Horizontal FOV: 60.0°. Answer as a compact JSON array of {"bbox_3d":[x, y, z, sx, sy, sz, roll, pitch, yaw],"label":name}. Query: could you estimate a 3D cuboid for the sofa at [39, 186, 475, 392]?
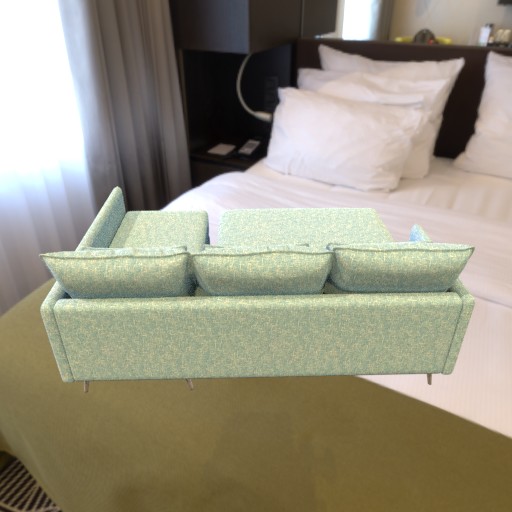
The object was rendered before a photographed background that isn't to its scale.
[{"bbox_3d":[0.000,0.000,2.739,2.034,0.899,1.420,-1,32,-1],"label":"sofa"}]
